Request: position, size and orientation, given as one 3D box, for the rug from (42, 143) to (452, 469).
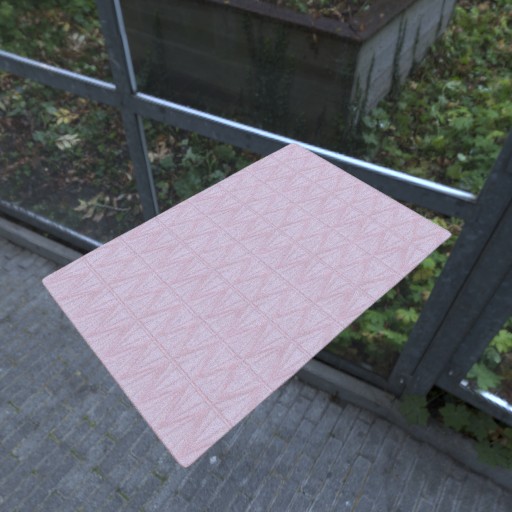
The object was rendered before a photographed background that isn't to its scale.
[{"bbox_3d":[0.000,0.000,3.056,2.390,0.015,1.609,-34,56,-27],"label":"rug"}]
